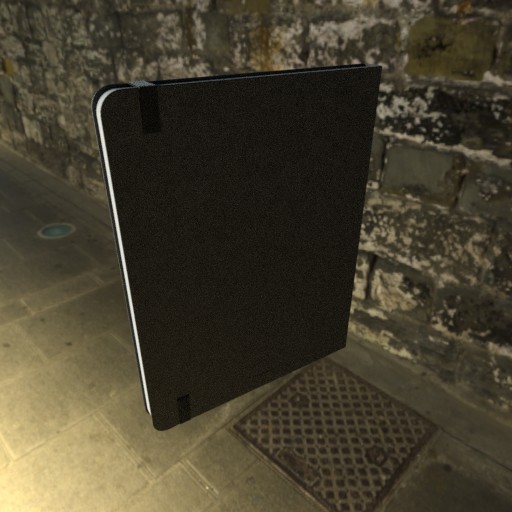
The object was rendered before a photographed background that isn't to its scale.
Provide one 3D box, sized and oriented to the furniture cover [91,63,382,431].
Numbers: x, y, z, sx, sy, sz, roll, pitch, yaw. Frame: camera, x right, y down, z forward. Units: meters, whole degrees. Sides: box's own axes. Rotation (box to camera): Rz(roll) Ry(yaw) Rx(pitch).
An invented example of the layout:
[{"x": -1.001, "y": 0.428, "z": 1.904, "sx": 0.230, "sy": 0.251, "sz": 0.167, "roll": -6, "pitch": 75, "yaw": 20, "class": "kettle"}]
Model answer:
[{"x": 0.000, "y": 0.000, "z": 0.367, "sx": 0.216, "sy": 0.281, "sz": 0.023, "roll": -17, "pitch": 34, "yaw": -27, "class": "furniture cover"}]
